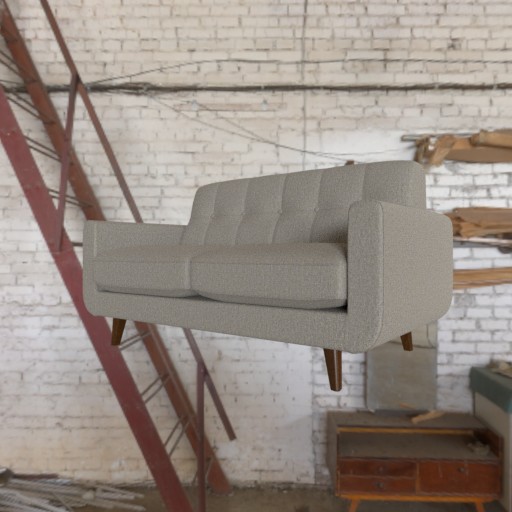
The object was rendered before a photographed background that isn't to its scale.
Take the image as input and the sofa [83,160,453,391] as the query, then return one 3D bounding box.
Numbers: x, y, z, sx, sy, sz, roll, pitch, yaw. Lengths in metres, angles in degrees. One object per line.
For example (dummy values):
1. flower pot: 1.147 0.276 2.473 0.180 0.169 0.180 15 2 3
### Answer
1. sofa: 0.000 0.000 2.226 1.651 0.925 0.952 0 1 37
